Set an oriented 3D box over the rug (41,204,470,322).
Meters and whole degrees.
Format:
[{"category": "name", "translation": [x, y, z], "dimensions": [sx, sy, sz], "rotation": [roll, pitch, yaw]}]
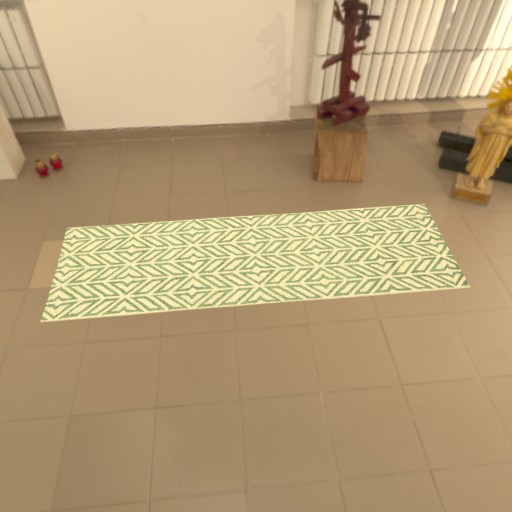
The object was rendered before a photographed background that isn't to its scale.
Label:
[{"category": "rug", "translation": [0.000, 0.000, 2.752], "dimensions": [2.435, 0.009, 0.750], "rotation": [-4, 47, -4]}]
